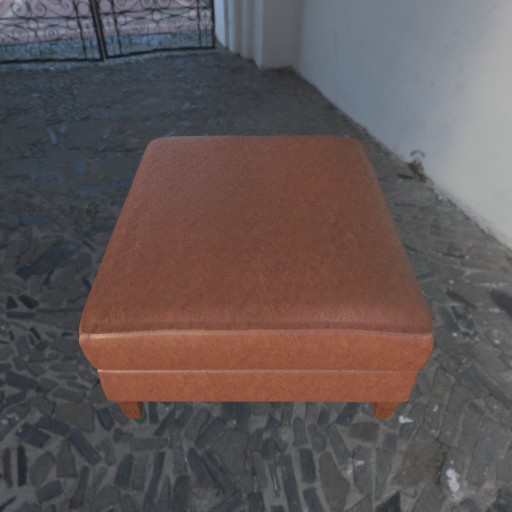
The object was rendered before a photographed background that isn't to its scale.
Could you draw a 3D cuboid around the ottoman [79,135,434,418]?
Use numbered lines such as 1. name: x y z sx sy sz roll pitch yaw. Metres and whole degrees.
1. ottoman: 0.000 0.000 1.473 0.836 0.472 0.987 0 41 0
